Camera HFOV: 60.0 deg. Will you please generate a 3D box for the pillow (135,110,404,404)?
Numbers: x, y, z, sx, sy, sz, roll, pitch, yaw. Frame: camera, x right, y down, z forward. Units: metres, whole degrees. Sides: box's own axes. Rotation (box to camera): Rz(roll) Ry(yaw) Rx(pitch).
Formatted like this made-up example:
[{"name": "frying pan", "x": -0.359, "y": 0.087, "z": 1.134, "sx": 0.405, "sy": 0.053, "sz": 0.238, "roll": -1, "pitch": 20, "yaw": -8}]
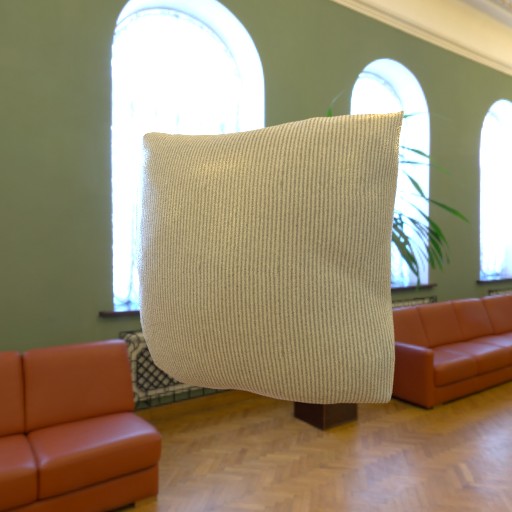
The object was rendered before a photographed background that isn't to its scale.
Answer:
[{"name": "pillow", "x": 0.000, "y": 0.000, "z": 0.705, "sx": 0.310, "sy": 0.432, "sz": 0.387, "roll": -1, "pitch": 1, "yaw": -36}]
